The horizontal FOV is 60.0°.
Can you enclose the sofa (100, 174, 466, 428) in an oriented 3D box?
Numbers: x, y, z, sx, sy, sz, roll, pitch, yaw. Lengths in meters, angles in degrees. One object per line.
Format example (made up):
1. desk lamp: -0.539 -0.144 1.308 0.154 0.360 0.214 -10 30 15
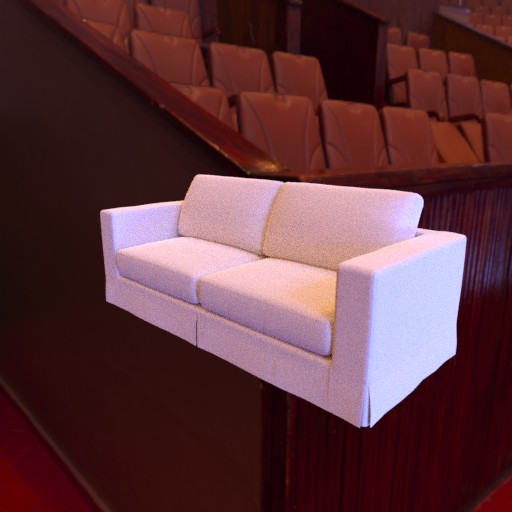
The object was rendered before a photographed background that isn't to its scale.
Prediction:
1. sofa: 0.000 0.000 2.725 2.163 0.881 0.954 14 20 42
